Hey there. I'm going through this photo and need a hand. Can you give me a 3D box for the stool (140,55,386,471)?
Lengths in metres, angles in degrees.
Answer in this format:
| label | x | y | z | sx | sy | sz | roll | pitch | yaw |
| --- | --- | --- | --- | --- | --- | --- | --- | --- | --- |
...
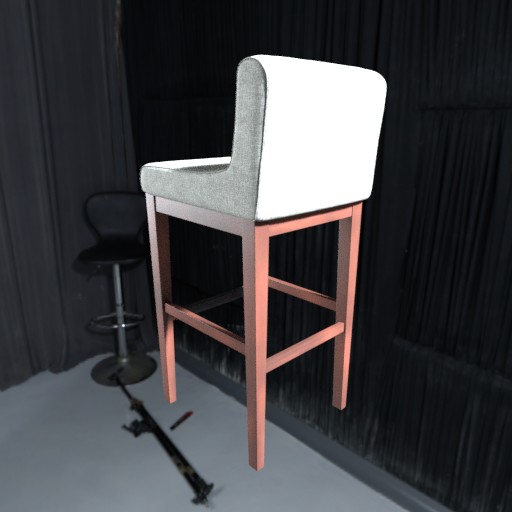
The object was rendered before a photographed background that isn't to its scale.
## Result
| label | x | y | z | sx | sy | sz | roll | pitch | yaw |
| --- | --- | --- | --- | --- | --- | --- | --- | --- | --- |
| stool | 0.000 | 0.000 | 1.237 | 0.426 | 0.965 | 0.499 | -16 | 23 | -42 |
